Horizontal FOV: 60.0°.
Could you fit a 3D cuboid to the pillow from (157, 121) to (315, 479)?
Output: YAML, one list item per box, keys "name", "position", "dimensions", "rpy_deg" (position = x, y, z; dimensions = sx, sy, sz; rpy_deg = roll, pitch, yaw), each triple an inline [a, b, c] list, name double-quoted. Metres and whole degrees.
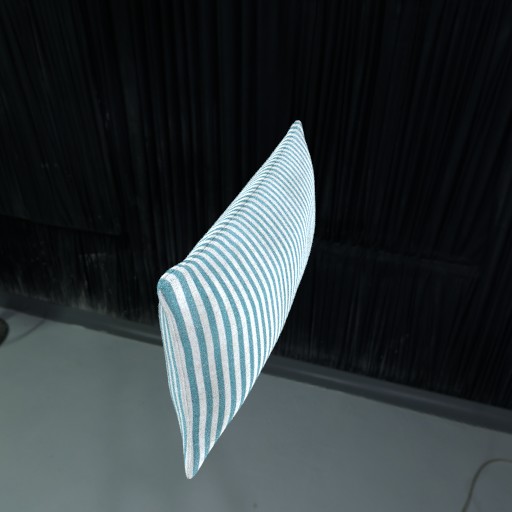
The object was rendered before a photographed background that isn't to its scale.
- name: "pillow"
  position: [0.000, 0.000, 0.721]
  dimensions: [0.151, 0.295, 0.617]
  rpy_deg: [8, 32, 14]
